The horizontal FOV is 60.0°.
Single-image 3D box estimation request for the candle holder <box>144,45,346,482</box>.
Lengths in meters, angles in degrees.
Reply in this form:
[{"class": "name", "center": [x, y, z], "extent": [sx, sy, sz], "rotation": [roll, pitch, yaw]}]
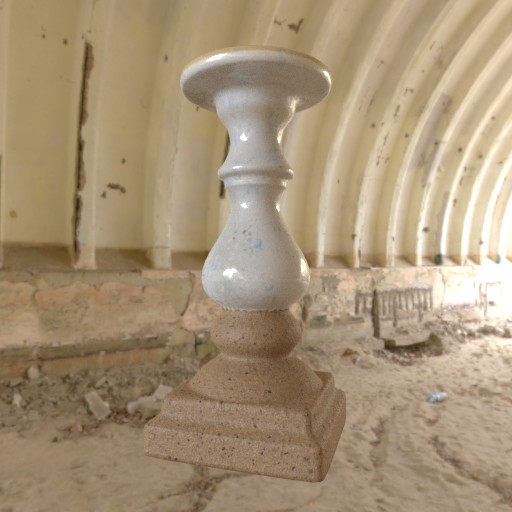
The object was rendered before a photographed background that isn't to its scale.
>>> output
[{"class": "candle holder", "center": [0.000, 0.000, 0.299], "extent": [0.110, 0.239, 0.110], "rotation": [0, -1, 18]}]
